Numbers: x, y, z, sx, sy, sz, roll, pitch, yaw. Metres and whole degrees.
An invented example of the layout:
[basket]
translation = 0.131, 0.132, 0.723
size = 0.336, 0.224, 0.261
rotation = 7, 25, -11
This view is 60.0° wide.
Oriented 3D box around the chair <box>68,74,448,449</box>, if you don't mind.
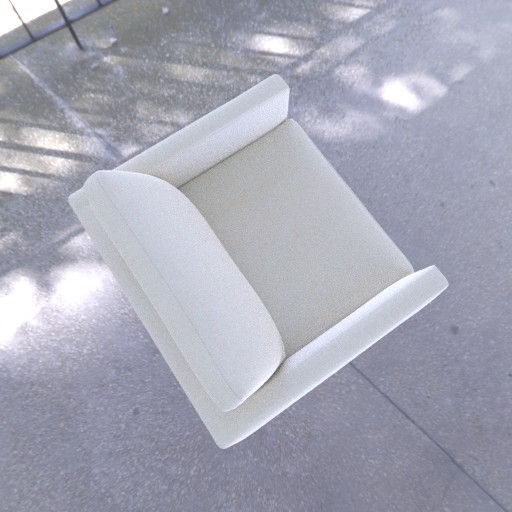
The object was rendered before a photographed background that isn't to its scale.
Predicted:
[chair]
translation = 0.000, 0.000, 1.616
size = 0.875, 0.806, 0.964
rotation = -33, 77, -9
